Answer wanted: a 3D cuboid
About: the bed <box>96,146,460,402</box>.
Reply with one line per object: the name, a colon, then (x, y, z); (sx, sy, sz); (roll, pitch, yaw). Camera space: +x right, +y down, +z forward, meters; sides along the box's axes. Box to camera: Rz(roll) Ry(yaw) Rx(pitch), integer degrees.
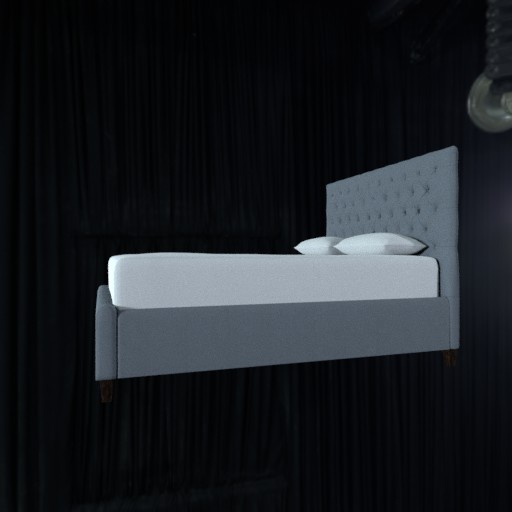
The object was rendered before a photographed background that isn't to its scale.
bed: (0.000, 0.000, 3.293); (2.231, 1.427, 1.698); (0, 0, -19)
